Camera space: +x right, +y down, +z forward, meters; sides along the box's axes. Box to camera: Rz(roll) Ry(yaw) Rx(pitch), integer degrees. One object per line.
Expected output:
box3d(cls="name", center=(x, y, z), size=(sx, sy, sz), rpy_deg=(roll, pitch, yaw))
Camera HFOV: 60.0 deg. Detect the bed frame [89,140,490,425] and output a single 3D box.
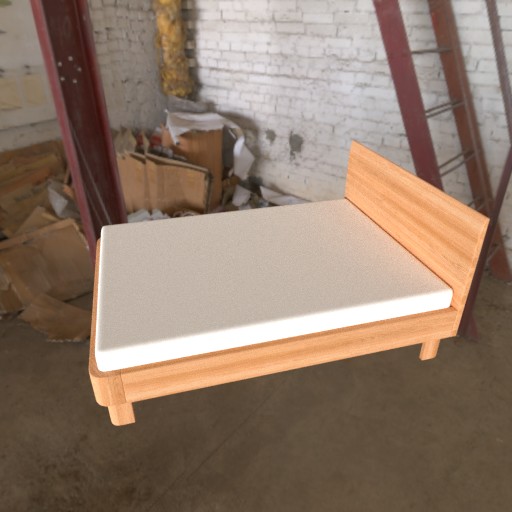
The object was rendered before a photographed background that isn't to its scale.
box3d(cls="bed frame", center=(0.000, 0.000, 2.806), size=(1.992, 0.940, 1.472), rpy_deg=(-8, 31, -13))
